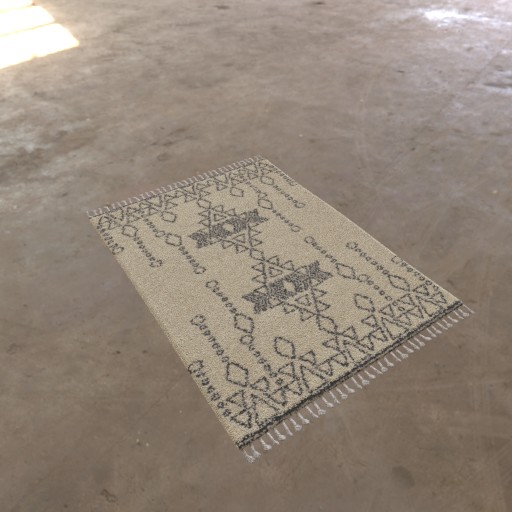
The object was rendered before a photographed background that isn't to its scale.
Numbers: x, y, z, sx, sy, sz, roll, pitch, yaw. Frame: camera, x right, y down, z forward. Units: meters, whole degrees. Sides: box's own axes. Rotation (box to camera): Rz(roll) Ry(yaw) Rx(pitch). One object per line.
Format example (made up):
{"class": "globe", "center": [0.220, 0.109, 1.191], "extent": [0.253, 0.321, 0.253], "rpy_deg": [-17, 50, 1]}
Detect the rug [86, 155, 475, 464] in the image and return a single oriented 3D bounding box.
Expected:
{"class": "rug", "center": [0.000, 0.000, 3.965], "extent": [2.125, 0.028, 3.027], "rpy_deg": [-24, 47, -25]}
